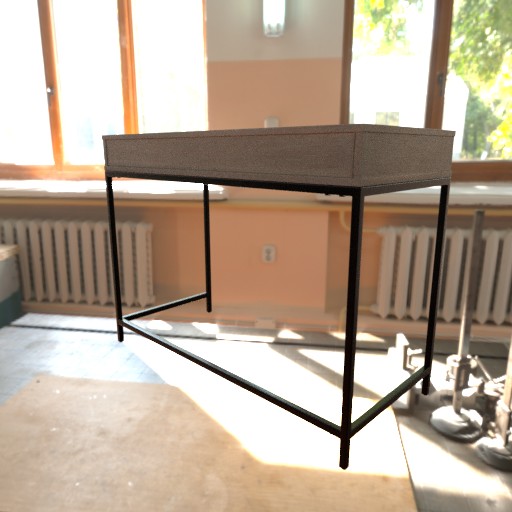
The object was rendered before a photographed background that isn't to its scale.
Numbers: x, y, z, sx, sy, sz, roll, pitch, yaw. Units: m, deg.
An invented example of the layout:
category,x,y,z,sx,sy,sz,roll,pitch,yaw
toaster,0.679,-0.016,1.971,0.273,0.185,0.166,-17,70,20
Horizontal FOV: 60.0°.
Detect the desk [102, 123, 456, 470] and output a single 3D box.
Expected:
category,x,y,z,sx,sy,sz,roll,pitch,yaw
desk,0.000,0.000,1.428,1.016,0.762,0.470,13,18,42
